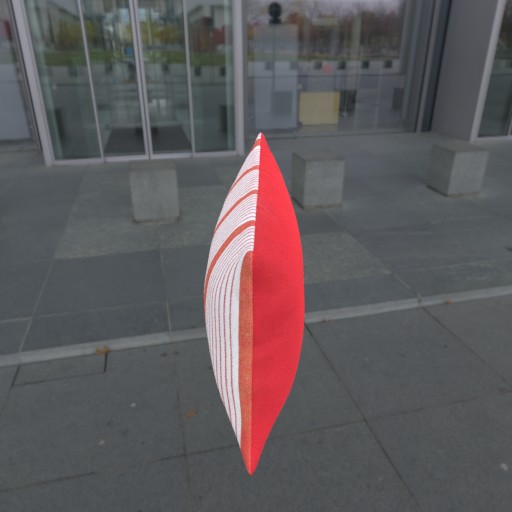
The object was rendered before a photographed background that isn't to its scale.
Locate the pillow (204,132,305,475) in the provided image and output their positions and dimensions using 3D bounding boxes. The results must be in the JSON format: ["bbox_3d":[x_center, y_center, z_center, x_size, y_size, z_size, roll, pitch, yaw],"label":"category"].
[{"bbox_3d":[0.000,0.000,0.741,0.151,0.297,0.608,1,26,1],"label":"pillow"}]
